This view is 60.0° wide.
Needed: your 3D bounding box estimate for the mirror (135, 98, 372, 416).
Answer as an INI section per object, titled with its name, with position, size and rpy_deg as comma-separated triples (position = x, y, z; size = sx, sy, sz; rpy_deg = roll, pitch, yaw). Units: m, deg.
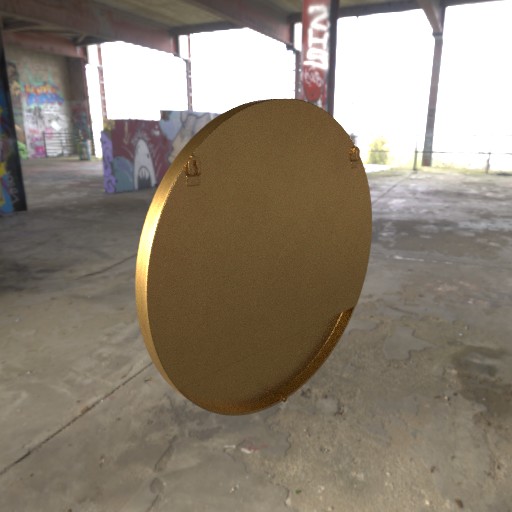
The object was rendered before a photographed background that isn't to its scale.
[mirror]
position = 0.000, 0.000, 0.687
size = 0.457, 0.457, 0.133
rpy_deg = -15, 22, -42
